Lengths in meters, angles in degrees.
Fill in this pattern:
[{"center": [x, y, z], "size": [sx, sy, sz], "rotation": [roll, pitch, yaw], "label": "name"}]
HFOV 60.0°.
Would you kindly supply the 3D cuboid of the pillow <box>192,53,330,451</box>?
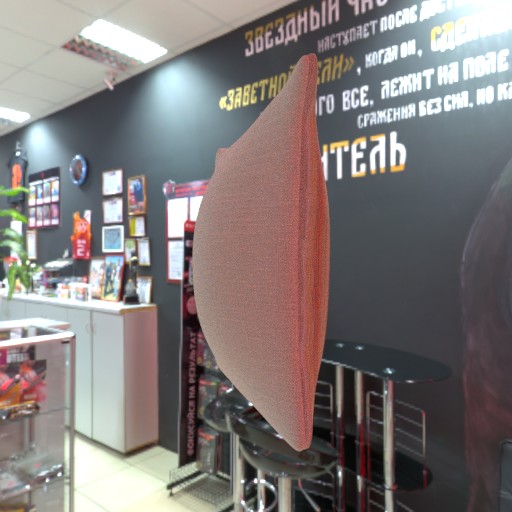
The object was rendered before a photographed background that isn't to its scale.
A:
[{"center": [0.000, 0.000, 0.701], "size": [0.191, 0.449, 0.451], "rotation": [0, 0, -17], "label": "pillow"}]
